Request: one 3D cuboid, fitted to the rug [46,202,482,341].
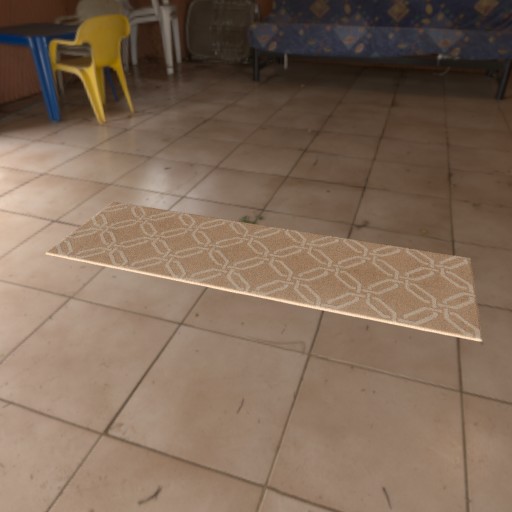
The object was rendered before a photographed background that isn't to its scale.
[{"bbox_3d":[0.000,0.000,2.476,2.276,0.014,0.678,10,35,15],"label":"rug"}]
